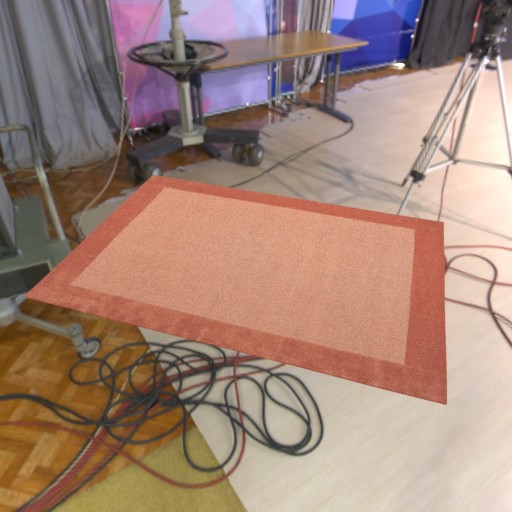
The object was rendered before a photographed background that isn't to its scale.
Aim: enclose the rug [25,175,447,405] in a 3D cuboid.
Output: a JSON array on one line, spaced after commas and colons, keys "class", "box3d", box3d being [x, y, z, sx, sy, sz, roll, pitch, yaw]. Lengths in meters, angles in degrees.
[{"class": "rug", "box3d": [0.000, 0.000, 2.259, 1.829, 0.014, 1.219, 11, 40, 14]}]
